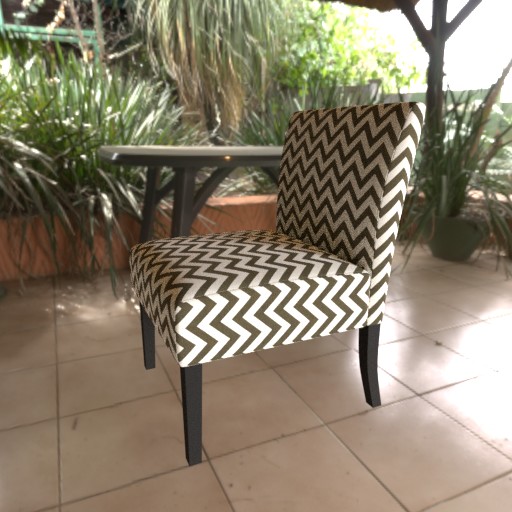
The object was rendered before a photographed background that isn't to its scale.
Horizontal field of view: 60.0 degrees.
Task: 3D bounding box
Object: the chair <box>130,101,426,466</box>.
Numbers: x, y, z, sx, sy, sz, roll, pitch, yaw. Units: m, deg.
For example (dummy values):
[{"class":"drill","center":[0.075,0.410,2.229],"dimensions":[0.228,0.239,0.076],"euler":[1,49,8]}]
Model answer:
[{"class":"chair","center":[0.000,0.000,1.291],"dimensions":[0.648,0.838,0.589],"euler":[-7,17,-24]}]
